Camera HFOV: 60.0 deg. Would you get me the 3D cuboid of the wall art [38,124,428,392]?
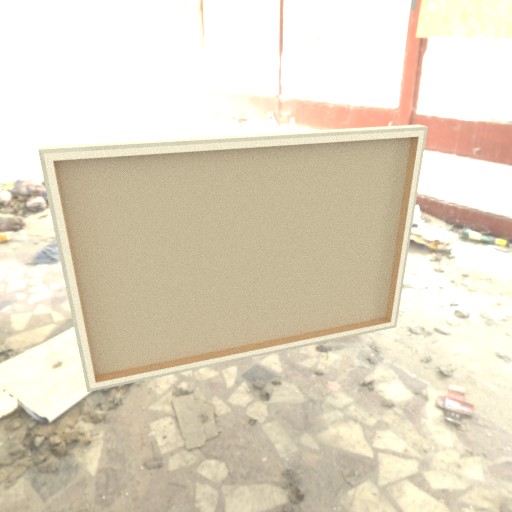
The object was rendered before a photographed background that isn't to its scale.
[{"bbox_3d":[0.000,0.000,1.145,0.915,0.610,0.038,-8,26,-17],"label":"wall art"}]
